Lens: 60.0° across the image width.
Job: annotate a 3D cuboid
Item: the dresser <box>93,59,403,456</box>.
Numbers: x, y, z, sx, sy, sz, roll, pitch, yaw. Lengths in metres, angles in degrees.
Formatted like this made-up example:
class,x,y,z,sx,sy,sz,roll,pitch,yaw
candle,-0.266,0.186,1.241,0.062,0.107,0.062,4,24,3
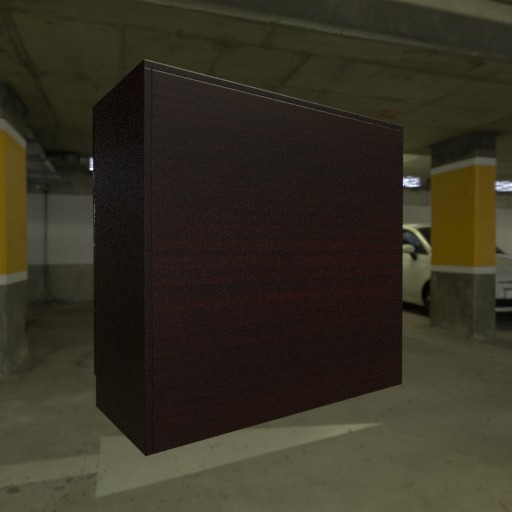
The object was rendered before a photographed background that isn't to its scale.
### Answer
class,x,y,z,sx,sy,sz,roll,pitch,yaw
dresser,0.000,0.000,1.166,0.750,0.720,0.360,-1,1,-35
